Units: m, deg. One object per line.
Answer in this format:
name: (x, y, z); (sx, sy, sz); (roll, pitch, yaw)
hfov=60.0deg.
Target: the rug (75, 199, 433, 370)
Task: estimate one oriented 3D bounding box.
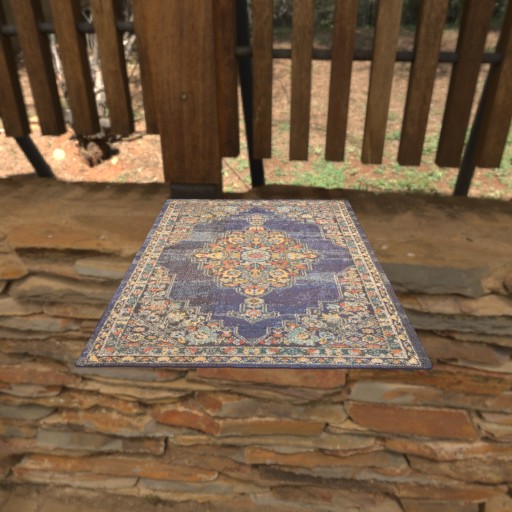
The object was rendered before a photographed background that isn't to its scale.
rug: (0.000, 0.000, 2.986); (1.630, 0.009, 2.232); (0, 27, 1)
